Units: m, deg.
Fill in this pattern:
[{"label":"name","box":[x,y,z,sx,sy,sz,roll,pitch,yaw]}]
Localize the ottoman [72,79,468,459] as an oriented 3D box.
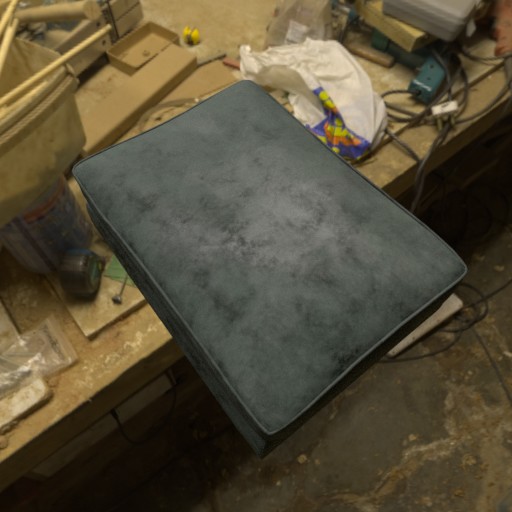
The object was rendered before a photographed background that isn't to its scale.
[{"label":"ottoman","box":[0.000,0.000,1.257,0.632,0.495,0.864,-34,65,-18]}]
